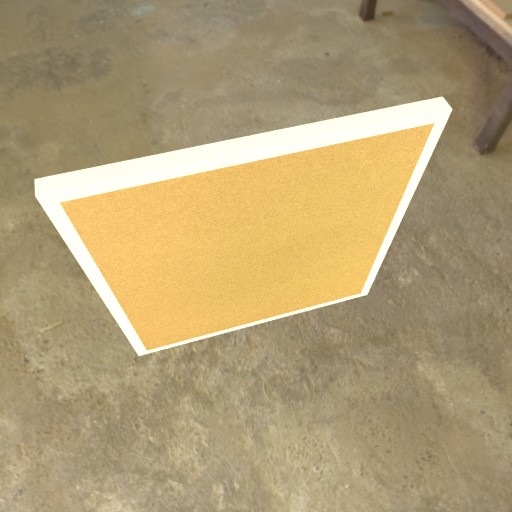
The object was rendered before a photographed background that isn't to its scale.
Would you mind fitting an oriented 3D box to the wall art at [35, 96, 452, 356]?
[{"bbox_3d":[0.000,0.000,1.113,0.763,0.761,0.038,-14,59,-9],"label":"wall art"}]
